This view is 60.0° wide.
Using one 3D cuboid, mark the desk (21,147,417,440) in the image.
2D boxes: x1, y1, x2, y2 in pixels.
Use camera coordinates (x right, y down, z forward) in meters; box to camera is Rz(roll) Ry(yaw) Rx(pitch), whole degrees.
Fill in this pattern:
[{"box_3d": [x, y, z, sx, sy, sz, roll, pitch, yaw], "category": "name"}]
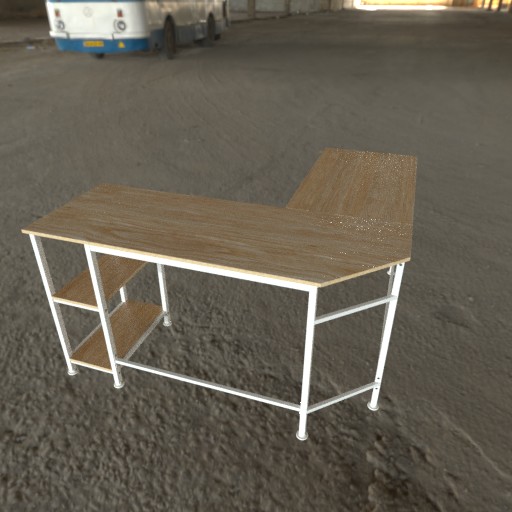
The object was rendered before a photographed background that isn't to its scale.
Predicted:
[{"box_3d": [0.000, 0.000, 2.210, 1.379, 0.739, 1.379, 10, 32, 16], "category": "desk"}]
